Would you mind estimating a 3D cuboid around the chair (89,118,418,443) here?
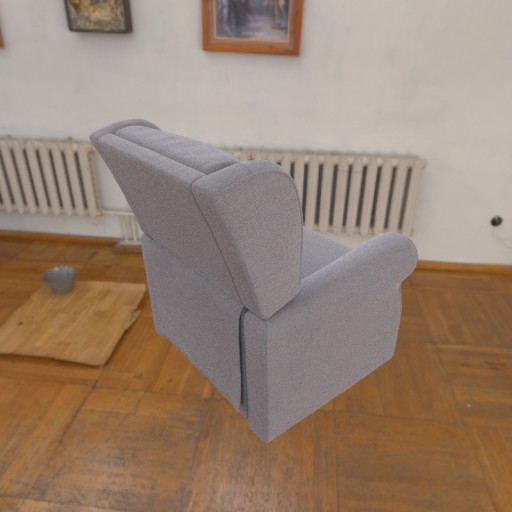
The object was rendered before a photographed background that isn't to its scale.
[{"bbox_3d":[0.000,0.000,1.671,0.854,0.966,0.906,-20,33,-33],"label":"chair"}]
